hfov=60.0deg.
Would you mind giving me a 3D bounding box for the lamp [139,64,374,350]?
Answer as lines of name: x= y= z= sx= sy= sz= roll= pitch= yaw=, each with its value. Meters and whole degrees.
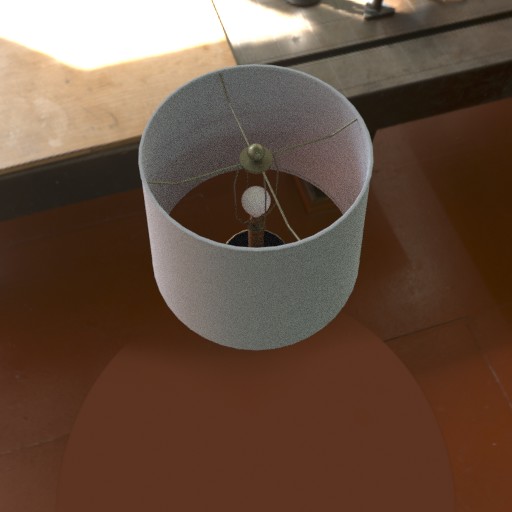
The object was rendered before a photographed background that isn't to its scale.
lamp: x=0.000 y=0.000 z=0.535 sx=0.239 sy=0.399 sz=0.239 roll=0 pitch=64 yaw=0
